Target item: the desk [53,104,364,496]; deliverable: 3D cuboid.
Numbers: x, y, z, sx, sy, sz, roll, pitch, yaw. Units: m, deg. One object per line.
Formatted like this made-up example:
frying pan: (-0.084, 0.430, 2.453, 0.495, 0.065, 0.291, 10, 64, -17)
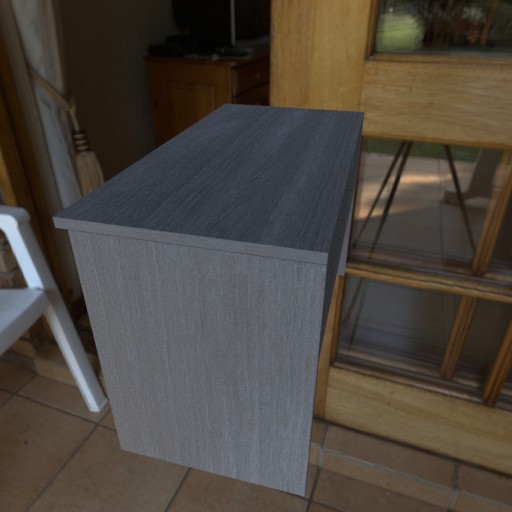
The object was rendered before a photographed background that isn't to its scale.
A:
desk: (0.000, 0.000, 1.477, 0.557, 0.729, 1.099, 8, 32, 13)
